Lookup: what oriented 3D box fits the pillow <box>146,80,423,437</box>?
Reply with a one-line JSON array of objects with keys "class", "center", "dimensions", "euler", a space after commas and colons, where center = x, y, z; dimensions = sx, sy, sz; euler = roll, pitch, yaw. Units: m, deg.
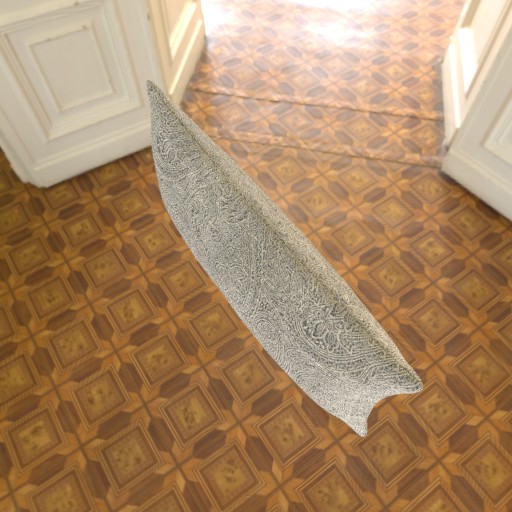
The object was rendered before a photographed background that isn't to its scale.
[{"class": "pillow", "center": [0.000, 0.000, 0.723], "dimensions": [0.151, 0.295, 0.615], "euler": [-31, 64, -17]}]
